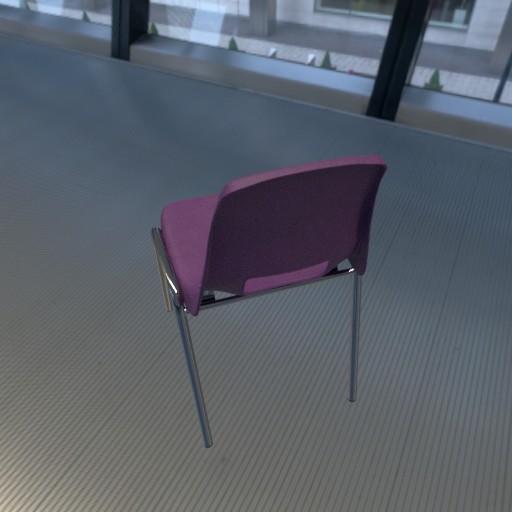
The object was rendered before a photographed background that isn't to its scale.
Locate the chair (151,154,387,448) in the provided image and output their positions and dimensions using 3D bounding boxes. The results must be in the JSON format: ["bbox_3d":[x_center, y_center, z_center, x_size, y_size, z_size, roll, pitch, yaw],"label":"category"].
[{"bbox_3d":[0.000,0.000,0.888,0.381,0.654,0.432,-12,44,-13],"label":"chair"}]
